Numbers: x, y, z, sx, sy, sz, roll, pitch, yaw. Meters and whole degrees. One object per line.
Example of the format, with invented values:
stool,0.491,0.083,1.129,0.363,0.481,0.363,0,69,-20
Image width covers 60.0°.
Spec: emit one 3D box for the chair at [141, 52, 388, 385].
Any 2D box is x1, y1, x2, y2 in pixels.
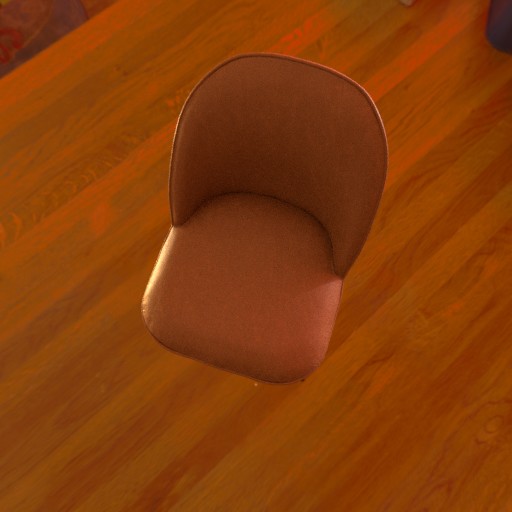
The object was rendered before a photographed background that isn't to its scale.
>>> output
chair,0.000,0.000,1.216,0.521,0.831,0.631,17,75,5
